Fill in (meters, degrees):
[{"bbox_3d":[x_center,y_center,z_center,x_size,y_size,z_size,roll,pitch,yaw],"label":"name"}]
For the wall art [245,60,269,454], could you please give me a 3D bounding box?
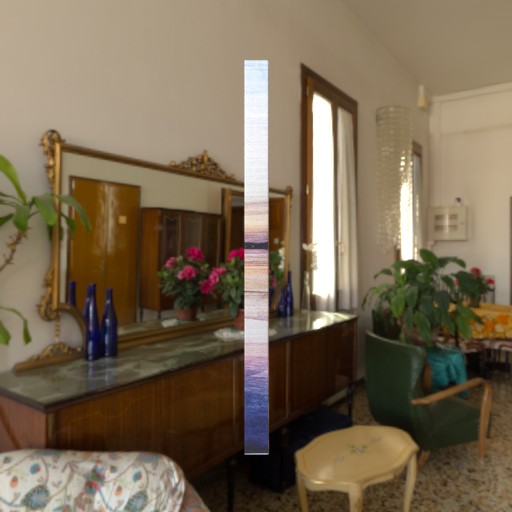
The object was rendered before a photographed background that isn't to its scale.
[{"bbox_3d":[0.000,0.000,1.135,0.037,0.605,0.911,0,0,0],"label":"wall art"}]
